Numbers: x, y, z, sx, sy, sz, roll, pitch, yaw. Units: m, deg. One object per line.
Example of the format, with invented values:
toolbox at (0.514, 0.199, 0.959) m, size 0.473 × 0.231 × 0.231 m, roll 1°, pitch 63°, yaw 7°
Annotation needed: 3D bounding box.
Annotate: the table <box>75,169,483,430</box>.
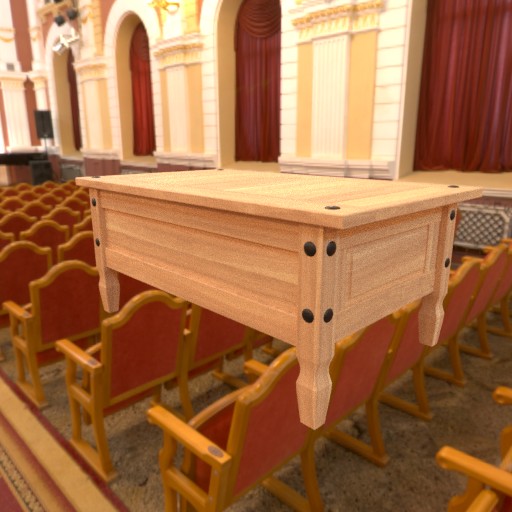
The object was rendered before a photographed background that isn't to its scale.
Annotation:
table at (0.000, 0.000, 1.294) m, size 0.600 × 0.437 × 1.000 m, roll -14°, pitch 20°, yaw -43°
